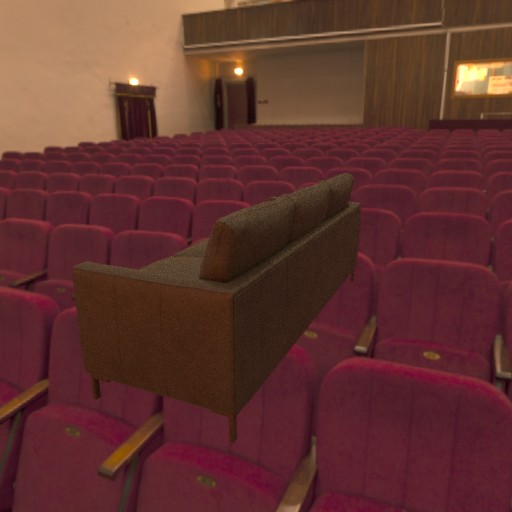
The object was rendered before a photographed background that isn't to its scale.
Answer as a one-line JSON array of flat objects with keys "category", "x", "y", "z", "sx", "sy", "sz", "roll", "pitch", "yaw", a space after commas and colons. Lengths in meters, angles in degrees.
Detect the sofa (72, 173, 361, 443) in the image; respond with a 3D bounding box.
[{"category": "sofa", "x": 0.000, "y": 0.000, "z": 2.475, "sx": 0.748, "sy": 0.805, "sz": 2.029, "roll": 7, "pitch": 17, "yaw": 23}]
